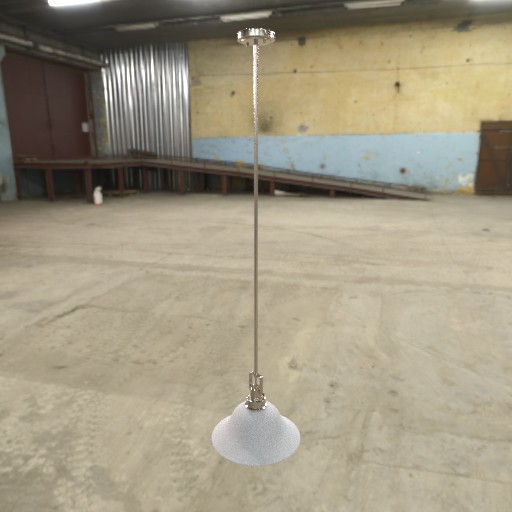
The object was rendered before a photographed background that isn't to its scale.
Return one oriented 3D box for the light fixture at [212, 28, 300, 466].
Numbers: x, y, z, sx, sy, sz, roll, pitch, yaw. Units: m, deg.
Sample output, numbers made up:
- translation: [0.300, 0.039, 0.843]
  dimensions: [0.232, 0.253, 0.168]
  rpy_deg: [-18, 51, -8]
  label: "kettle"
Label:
- translation: [0.000, 0.000, 1.468]
  dimensions: [0.324, 1.354, 0.324]
  rpy_deg: [-13, 18, -43]
  label: "light fixture"
